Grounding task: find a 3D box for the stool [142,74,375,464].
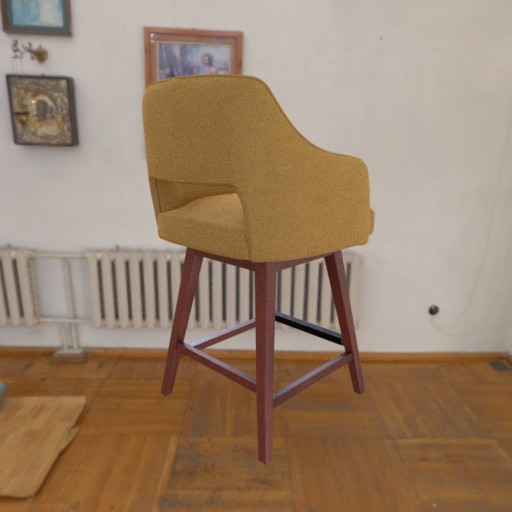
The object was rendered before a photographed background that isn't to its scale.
[{"bbox_3d":[0.000,0.000,1.289,0.548,0.924,0.558,14,20,43],"label":"stool"}]
